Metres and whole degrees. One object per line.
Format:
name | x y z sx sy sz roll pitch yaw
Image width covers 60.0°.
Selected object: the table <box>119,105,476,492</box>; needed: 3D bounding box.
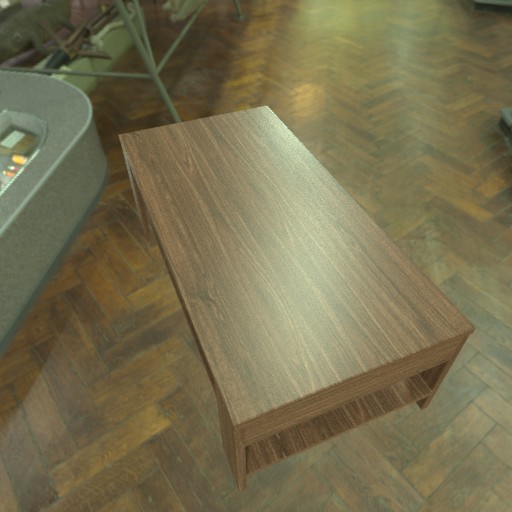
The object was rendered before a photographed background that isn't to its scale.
table | 0.000 0.000 1.477 0.600 0.400 1.200 -17 47 -16
